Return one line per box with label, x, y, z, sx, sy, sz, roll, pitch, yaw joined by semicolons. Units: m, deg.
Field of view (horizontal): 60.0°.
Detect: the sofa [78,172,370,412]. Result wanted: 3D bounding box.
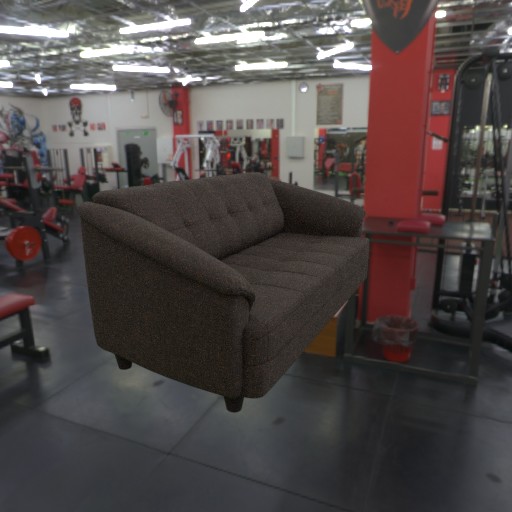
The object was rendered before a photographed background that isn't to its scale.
sofa;0.000;0.000;2.353;0.887;0.790;1.849;7;16;25
